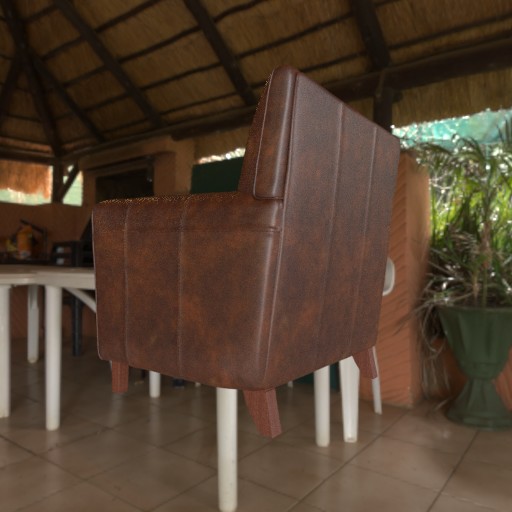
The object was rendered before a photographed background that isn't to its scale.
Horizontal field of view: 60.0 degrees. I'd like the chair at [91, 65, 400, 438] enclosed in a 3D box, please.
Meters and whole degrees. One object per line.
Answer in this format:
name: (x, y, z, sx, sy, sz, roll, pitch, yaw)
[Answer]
chair: (0.000, 0.000, 1.623, 0.823, 0.943, 0.870, 0, -1, 36)
